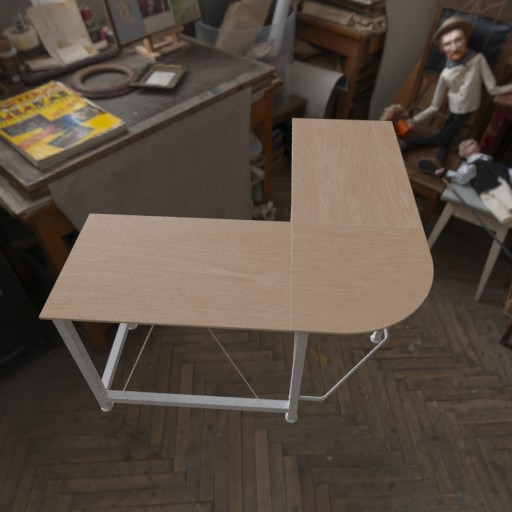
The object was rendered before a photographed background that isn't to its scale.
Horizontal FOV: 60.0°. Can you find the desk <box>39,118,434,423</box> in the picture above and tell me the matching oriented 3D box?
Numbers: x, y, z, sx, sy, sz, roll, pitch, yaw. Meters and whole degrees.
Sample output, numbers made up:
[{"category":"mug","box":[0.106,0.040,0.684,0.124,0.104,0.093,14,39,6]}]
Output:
[{"category":"desk","box":[0.000,0.000,2.243,1.400,0.762,1.400,3,46,2]}]
